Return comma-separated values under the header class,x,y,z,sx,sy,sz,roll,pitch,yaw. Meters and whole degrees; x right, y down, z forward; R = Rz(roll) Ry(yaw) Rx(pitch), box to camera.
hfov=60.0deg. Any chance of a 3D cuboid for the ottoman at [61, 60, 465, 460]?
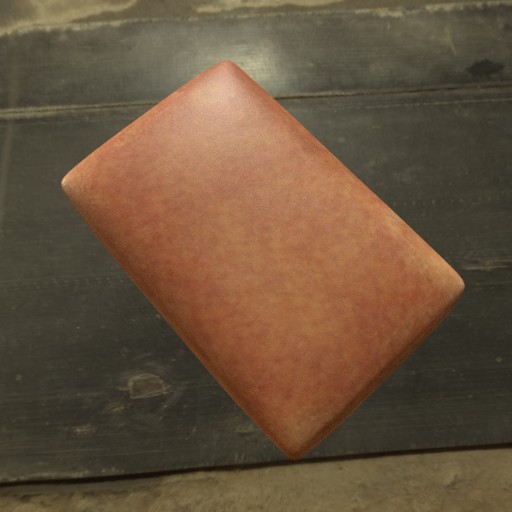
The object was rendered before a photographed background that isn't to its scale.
class,x,y,z,sx,sy,sz,roll,pitch,yaw
ottoman,0.000,0.000,1.189,0.565,0.507,0.852,-41,78,-11
